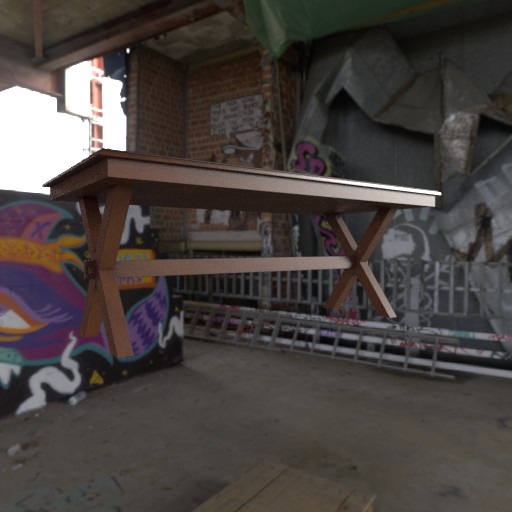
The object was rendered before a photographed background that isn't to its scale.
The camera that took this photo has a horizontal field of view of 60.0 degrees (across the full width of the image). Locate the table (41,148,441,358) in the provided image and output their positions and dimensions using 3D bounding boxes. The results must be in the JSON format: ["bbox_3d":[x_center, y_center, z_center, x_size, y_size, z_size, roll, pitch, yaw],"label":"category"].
[{"bbox_3d":[0.000,0.000,1.476,1.197,0.459,0.594,-1,1,-36],"label":"table"}]
